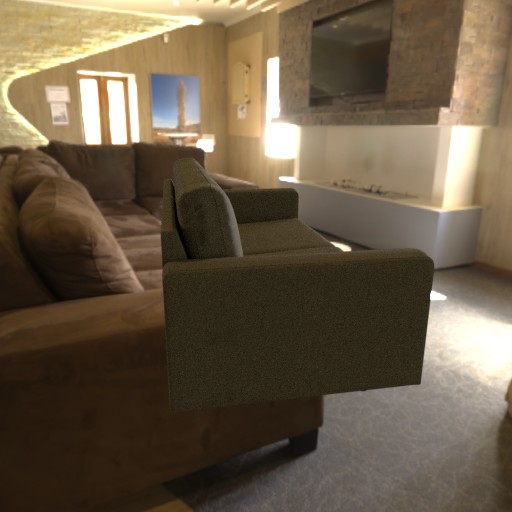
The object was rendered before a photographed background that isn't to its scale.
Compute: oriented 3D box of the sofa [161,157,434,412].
[{"bbox_3d":[0.000,0.000,2.234,0.889,0.897,1.730,-3,17,-10],"label":"sofa"}]
